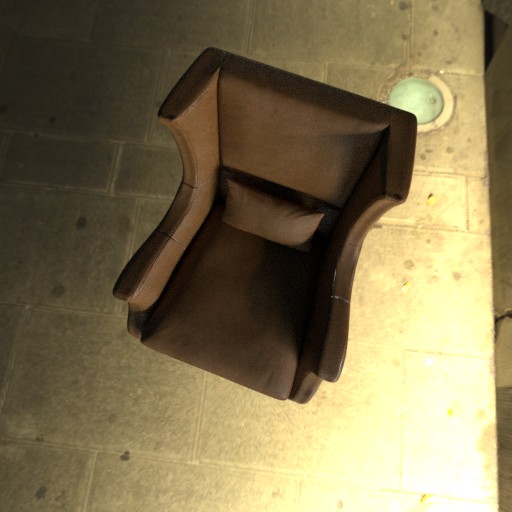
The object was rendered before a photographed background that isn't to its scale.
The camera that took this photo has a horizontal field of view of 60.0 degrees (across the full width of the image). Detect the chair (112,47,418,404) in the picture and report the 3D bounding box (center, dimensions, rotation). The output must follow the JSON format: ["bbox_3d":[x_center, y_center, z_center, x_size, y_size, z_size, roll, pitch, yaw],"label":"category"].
[{"bbox_3d":[0.000,0.000,1.687,0.852,1.016,0.925,21,77,5],"label":"chair"}]
